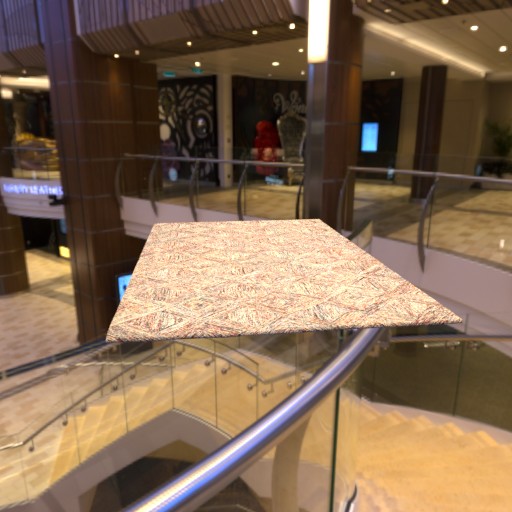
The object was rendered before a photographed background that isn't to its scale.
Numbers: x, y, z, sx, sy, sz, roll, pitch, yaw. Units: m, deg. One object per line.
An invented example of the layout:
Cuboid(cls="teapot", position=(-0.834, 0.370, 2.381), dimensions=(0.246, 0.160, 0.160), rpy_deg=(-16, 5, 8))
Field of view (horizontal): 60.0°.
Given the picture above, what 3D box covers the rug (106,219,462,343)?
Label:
Cuboid(cls="rug", position=(0.000, 0.000, 2.209), dimensions=(1.143, 0.014, 1.761), rpy_deg=(-2, 16, -7))
